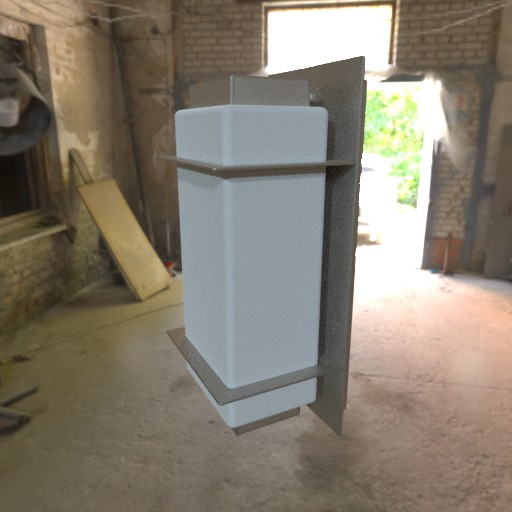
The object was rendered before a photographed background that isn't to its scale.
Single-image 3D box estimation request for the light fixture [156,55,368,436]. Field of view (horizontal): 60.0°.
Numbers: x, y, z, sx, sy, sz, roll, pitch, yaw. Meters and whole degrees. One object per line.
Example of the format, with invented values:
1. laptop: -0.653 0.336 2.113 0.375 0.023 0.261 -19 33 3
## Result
1. light fixture: 0.000 0.000 0.473 0.160 0.380 0.168 -8 18 -26
